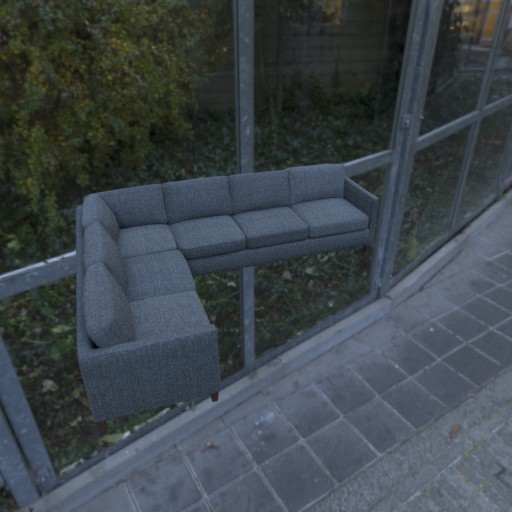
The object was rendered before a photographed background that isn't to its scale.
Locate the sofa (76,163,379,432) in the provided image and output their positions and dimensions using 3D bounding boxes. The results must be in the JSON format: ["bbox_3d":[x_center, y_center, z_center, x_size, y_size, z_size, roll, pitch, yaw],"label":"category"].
[{"bbox_3d":[0.000,0.000,4.408,3.302,0.947,2.593,-10,32,-17],"label":"sofa"}]
